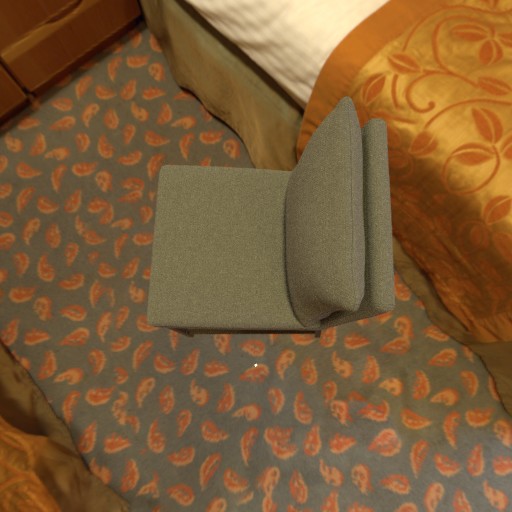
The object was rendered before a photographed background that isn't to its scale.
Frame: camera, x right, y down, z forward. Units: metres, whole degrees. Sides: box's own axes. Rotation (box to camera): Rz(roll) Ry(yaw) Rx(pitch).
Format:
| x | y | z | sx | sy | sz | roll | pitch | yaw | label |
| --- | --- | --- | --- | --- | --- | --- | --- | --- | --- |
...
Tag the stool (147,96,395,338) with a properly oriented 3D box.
| x | y | z | sx | sy | sz | roll | pitch | yaw | label |
| --- | --- | --- | --- | --- | --- | --- | --- | --- | --- |
| 0.000 | 0.000 | 1.357 | 0.569 | 1.031 | 0.463 | 2 | 76 | 0 | stool |
